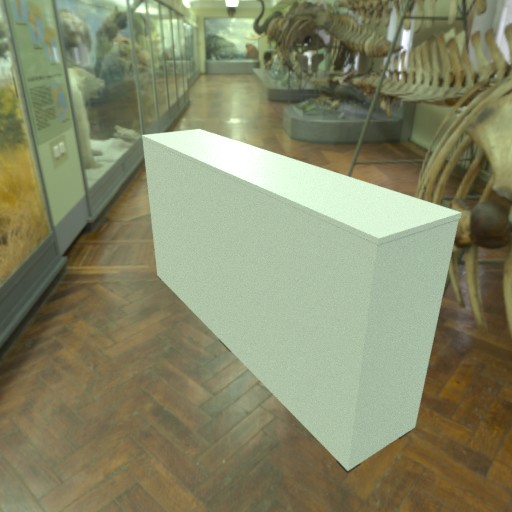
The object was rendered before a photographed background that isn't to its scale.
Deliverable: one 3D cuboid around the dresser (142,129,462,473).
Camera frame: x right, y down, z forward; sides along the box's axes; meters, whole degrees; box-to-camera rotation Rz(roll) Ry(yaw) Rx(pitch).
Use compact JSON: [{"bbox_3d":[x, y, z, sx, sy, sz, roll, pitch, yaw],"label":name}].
[{"bbox_3d":[0.000,0.000,1.853,0.333,0.790,1.535,-16,30,-30],"label":"dresser"}]
